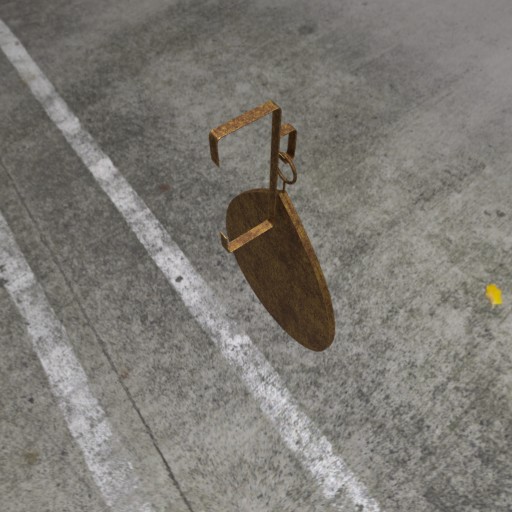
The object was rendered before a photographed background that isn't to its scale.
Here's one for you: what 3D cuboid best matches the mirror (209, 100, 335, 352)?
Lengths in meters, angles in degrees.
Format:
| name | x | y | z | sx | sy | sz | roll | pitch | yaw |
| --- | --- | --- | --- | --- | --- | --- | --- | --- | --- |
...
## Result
| name | x | y | z | sx | sy | sz | roll | pitch | yaw |
| --- | --- | --- | --- | --- | --- | --- | --- | --- | --- |
| mirror | 0.000 | 0.000 | 0.920 | 0.144 | 0.744 | 0.405 | -32 | 64 | -18 |
